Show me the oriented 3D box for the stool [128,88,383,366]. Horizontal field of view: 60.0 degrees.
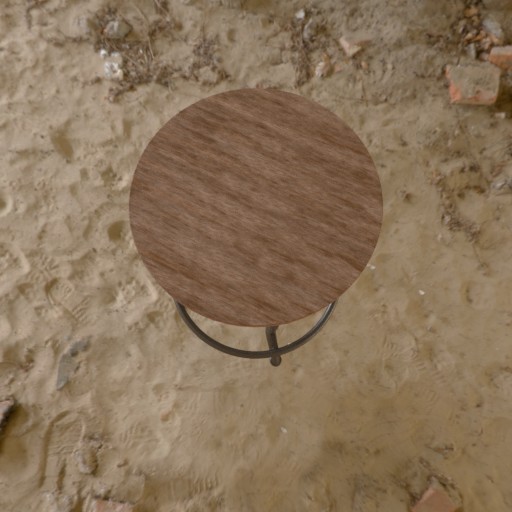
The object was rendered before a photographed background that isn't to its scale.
[{"bbox_3d":[0.000,0.000,0.902,0.439,0.609,0.439,-14,75,-4],"label":"stool"}]
